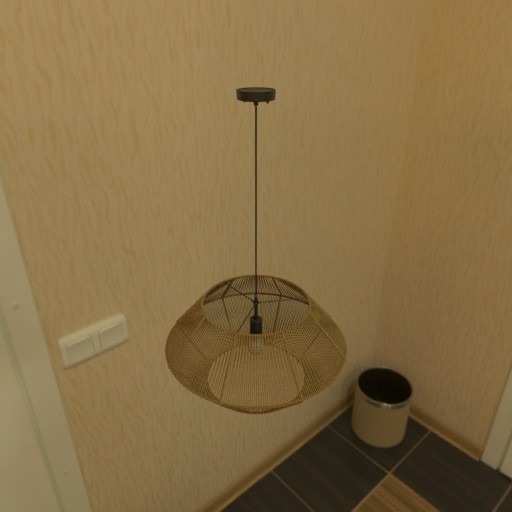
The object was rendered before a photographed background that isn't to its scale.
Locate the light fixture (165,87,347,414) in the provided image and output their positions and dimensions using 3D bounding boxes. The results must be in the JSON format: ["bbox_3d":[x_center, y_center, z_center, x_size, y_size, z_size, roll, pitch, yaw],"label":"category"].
[{"bbox_3d":[0.000,0.000,1.425,0.643,1.009,0.643,0,27,0],"label":"light fixture"}]
